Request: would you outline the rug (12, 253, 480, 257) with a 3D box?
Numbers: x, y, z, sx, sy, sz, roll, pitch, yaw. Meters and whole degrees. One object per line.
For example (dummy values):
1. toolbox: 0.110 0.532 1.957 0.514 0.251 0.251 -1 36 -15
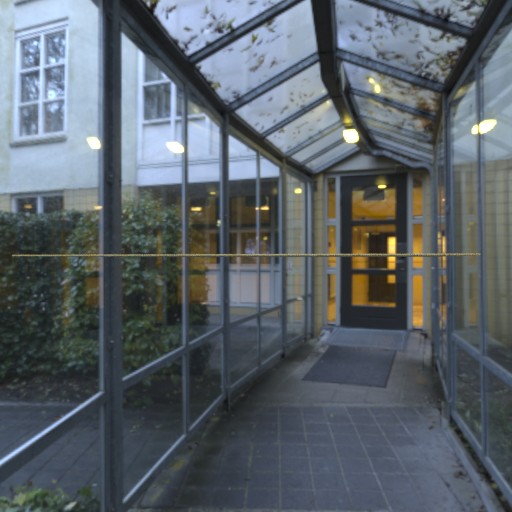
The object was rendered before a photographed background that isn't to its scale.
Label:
1. rug: 0.000 0.000 2.789 2.286 0.006 1.524 0 0 17
